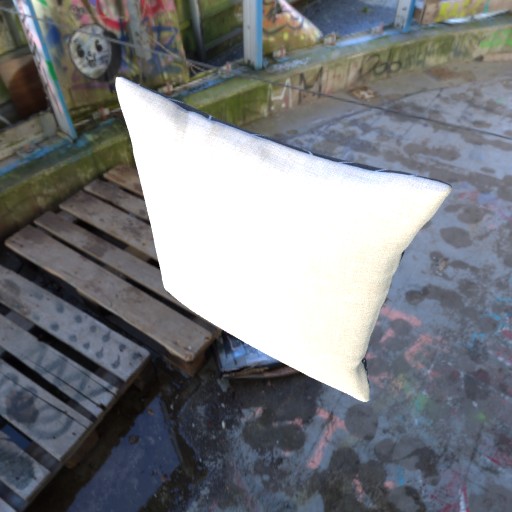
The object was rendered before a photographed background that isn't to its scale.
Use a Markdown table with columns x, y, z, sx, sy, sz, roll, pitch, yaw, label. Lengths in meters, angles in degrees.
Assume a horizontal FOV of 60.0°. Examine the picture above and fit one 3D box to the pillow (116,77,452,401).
| x | y | z | sx | sy | sz | roll | pitch | yaw | label |
| --- | --- | --- | --- | --- | --- | --- | --- | --- | --- |
| 0.000 | 0.000 | 0.765 | 0.517 | 0.508 | 0.158 | 25 | 51 | 22 | pillow |
